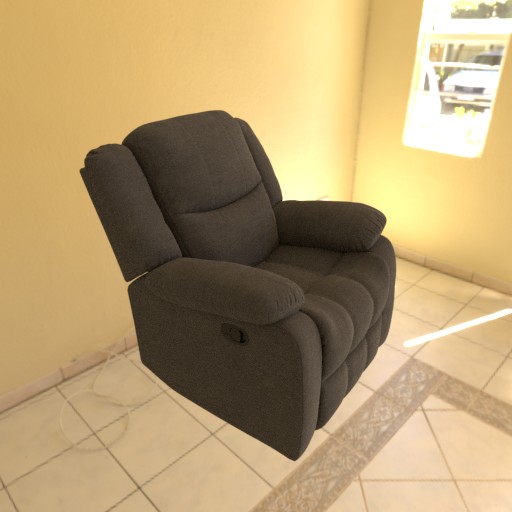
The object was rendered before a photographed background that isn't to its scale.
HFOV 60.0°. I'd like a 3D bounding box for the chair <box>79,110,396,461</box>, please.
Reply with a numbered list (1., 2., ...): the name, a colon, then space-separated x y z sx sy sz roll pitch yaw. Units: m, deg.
1. chair: 0.000 0.000 1.730 0.944 1.008 0.899 18 32 31
